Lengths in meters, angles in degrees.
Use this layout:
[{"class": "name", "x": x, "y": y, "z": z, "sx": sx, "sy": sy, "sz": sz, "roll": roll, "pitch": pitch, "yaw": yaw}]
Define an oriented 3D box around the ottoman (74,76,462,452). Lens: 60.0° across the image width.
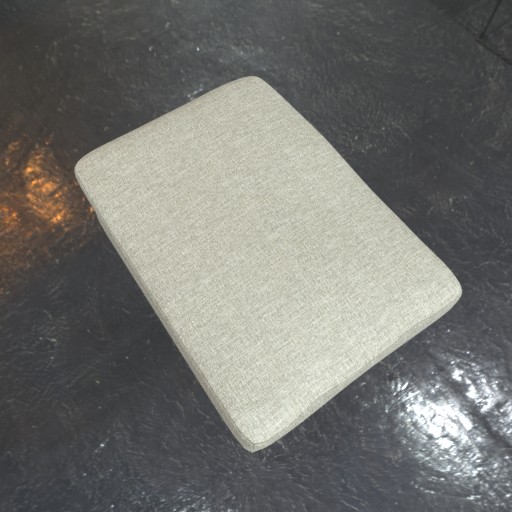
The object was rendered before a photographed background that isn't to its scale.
[{"class": "ottoman", "x": 0.000, "y": 0.000, "z": 1.271, "sx": 0.639, "sy": 0.494, "sz": 0.873, "roll": -32, "pitch": 68, "yaw": -15}]
